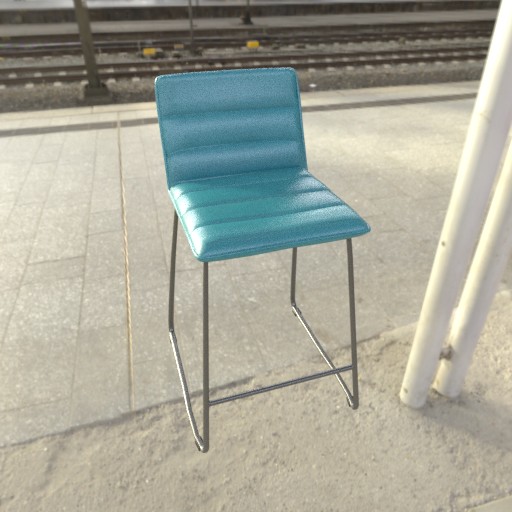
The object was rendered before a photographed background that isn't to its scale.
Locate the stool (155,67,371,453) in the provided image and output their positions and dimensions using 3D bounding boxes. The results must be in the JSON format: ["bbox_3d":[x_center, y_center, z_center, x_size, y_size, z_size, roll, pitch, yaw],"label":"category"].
[{"bbox_3d":[0.000,0.000,1.201,0.489,0.866,0.524,-10,34,-15],"label":"stool"}]
